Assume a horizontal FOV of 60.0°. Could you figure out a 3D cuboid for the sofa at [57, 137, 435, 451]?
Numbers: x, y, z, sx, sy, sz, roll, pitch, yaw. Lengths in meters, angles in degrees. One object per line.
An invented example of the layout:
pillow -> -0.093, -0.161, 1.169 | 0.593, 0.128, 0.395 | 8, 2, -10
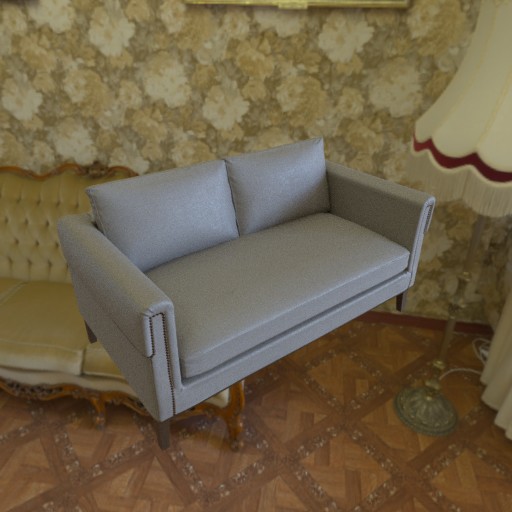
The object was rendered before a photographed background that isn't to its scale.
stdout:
sofa -> 0.000, 0.000, 2.197 | 1.598, 0.873, 0.899 | -20, 35, -32
